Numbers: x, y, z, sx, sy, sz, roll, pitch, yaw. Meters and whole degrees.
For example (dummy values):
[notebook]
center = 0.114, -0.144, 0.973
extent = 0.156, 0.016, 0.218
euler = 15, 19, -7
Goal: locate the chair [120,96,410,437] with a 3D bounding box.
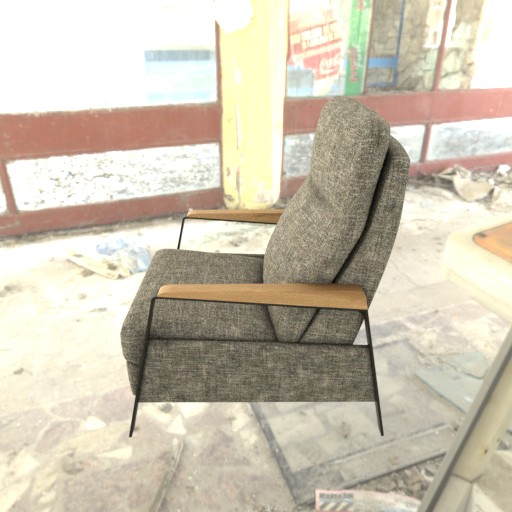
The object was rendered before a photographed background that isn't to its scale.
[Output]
[chair]
center = 0.000, 0.000, 1.580
extent = 0.868, 1.042, 0.671
euler = 0, 26, 0
